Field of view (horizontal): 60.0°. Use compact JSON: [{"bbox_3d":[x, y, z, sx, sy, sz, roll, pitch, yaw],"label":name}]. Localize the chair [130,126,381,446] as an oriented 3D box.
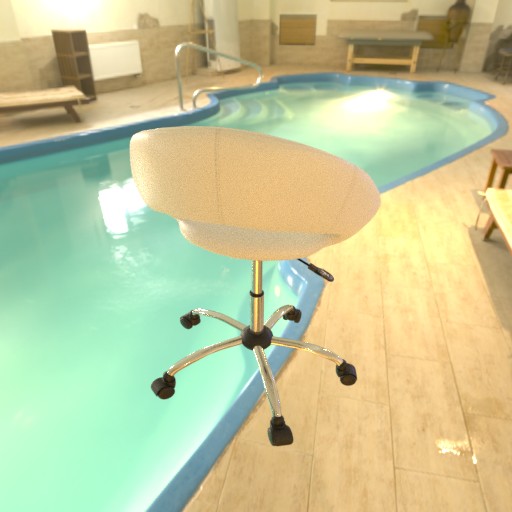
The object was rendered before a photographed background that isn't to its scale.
[{"bbox_3d":[0.000,0.000,1.168,0.612,0.791,0.538,9,33,15],"label":"chair"}]
